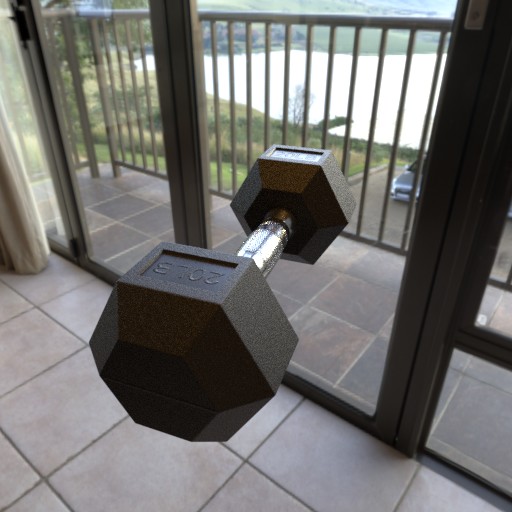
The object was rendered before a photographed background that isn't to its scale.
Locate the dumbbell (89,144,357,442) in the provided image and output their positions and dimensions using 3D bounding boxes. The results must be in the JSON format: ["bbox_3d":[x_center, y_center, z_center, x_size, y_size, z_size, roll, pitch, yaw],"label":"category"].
[{"bbox_3d":[0.000,0.000,0.319,0.106,0.092,0.272,11,32,17],"label":"dumbbell"}]
